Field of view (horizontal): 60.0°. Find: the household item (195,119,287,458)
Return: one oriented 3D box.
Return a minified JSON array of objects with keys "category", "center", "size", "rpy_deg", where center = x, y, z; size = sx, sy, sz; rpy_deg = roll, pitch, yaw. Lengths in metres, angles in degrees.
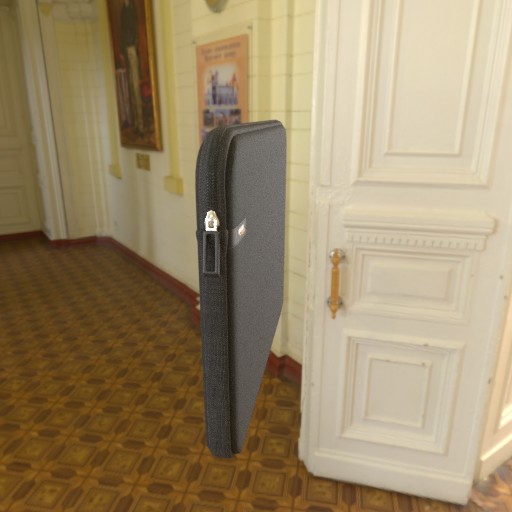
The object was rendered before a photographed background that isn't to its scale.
[{"category":"household item","center":[0.000,0.000,0.526],"size":[0.030,0.305,0.396],"rpy_deg":[3,18,9]}]
